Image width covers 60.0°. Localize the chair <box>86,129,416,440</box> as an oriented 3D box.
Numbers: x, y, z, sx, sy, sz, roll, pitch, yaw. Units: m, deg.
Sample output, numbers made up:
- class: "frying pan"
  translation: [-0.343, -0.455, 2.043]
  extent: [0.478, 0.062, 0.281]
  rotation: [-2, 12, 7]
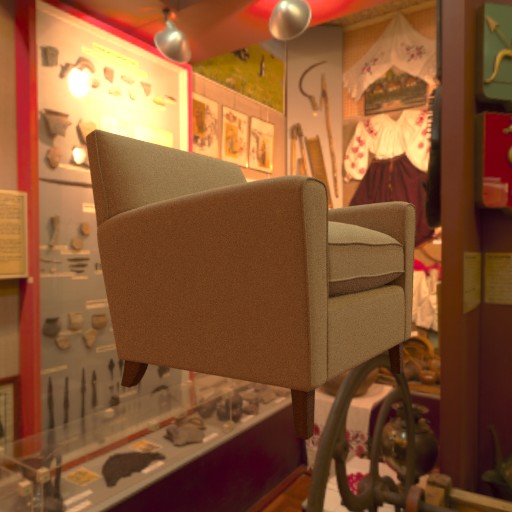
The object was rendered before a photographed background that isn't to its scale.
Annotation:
- class: "chair"
  translation: [0.000, 0.000, 1.554]
  extent: [0.871, 0.846, 0.840]
  rotation: [1, 1, 36]
